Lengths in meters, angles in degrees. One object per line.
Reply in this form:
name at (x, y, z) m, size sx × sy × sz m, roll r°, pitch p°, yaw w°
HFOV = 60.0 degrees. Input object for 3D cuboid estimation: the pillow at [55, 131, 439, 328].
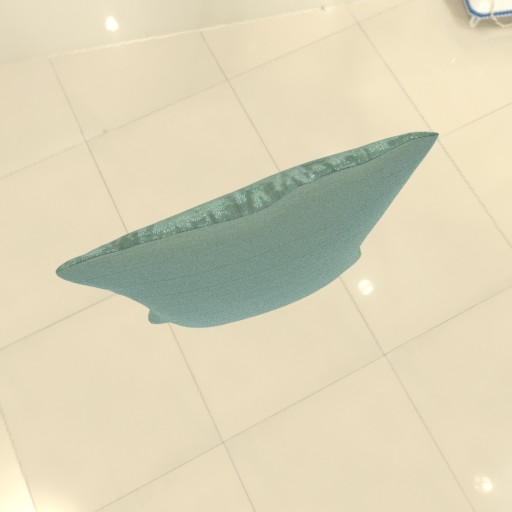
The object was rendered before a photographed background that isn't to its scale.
pillow at (0.000, 0.000, 0.722) m, size 0.470 × 0.464 × 0.175 m, roll -19°, pitch 76°, yaw -5°
